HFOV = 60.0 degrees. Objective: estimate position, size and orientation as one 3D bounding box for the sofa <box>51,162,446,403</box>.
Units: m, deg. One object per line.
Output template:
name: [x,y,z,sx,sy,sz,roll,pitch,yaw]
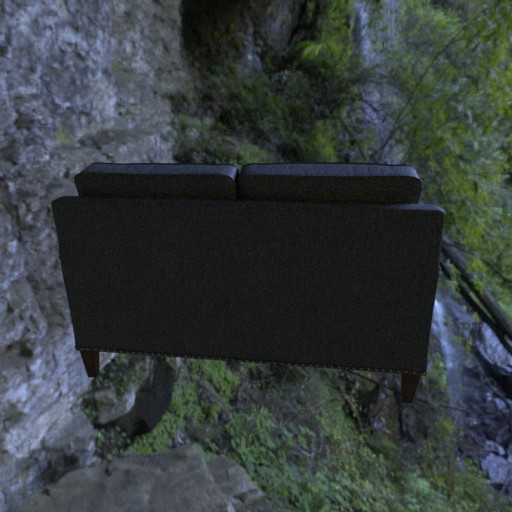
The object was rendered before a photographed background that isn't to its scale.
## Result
sofa: [0.000,0.000,2.257,1.597,1.003,1.084,2,17,8]
